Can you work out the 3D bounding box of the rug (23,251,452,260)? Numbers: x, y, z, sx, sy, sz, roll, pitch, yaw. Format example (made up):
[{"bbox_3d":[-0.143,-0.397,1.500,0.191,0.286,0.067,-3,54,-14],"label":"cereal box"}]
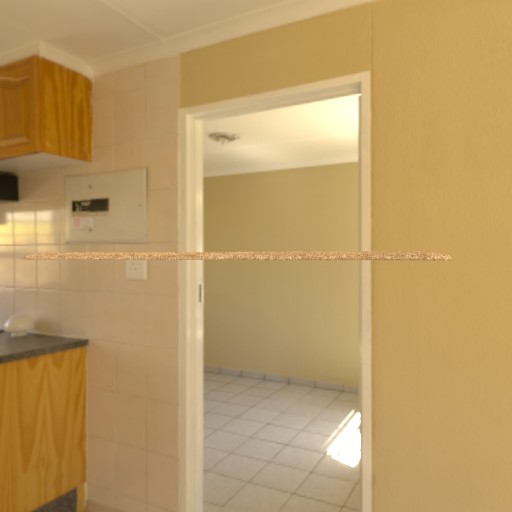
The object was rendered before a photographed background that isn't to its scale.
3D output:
[{"bbox_3d":[0.000,0.000,3.769,2.873,0.050,2.242,0,0,18],"label":"rug"}]
